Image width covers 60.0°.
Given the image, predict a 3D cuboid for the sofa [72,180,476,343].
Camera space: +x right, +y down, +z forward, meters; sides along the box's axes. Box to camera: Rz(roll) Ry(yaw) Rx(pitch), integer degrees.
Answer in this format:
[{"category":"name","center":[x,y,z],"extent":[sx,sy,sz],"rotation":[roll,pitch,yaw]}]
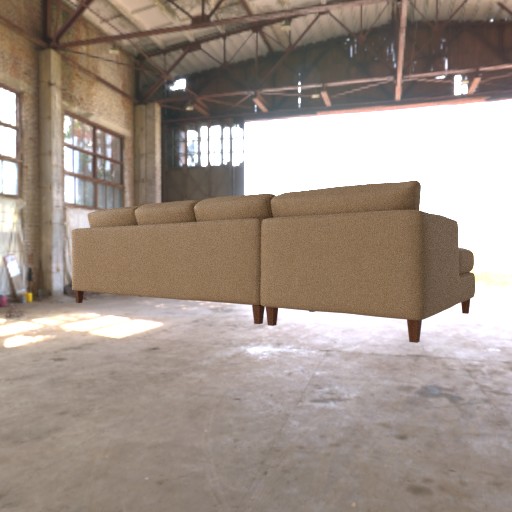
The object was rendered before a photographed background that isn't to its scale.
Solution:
[{"category":"sofa","center":[0.000,0.000,3.766],"extent":[3.201,0.876,1.502],"rotation":[0,1,36]}]
